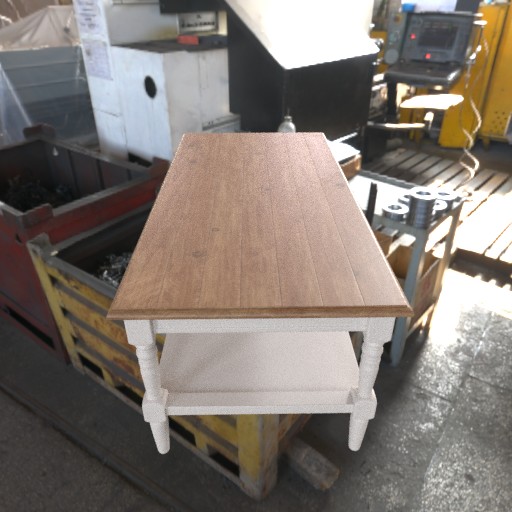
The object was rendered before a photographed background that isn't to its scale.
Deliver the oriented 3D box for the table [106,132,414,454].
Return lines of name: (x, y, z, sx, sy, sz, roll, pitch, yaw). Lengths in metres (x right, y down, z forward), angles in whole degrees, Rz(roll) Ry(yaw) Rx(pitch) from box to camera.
table: (0.000, 0.000, 1.390, 0.559, 0.458, 1.118, 0, 32, -1)
